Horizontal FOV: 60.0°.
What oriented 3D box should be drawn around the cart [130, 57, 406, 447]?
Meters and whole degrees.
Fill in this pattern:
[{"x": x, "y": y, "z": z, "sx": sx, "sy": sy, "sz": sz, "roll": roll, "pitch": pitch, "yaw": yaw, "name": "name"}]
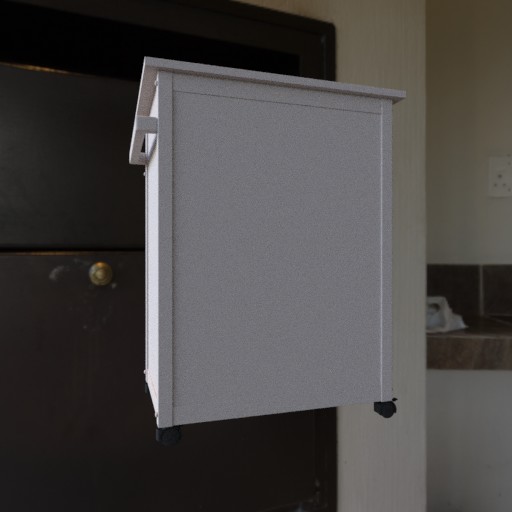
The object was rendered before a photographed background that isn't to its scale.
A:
[{"x": 0.000, "y": 0.000, "z": 1.268, "sx": 0.683, "sy": 0.864, "sz": 0.442, "roll": 0, "pitch": 0, "yaw": -18, "name": "cart"}]
